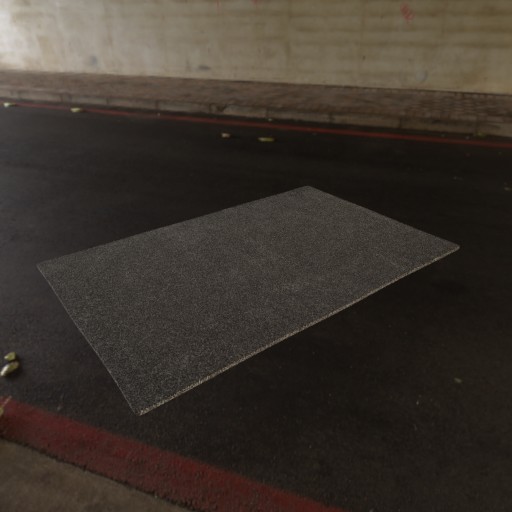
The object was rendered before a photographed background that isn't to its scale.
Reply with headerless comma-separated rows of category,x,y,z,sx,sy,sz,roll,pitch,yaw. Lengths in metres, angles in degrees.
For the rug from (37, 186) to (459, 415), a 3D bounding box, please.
rug,0.000,0.000,2.904,2.350,0.025,1.502,-20,35,-32
